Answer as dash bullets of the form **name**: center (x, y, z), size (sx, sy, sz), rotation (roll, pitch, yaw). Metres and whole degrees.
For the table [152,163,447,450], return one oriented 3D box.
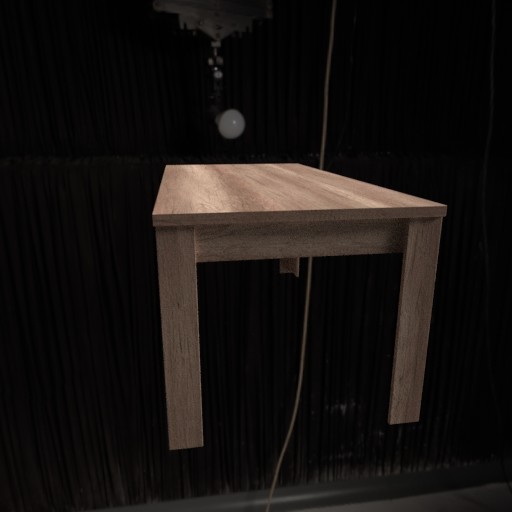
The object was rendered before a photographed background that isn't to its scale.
- **table**: center (0.000, 0.000, 2.272), size (0.900, 0.790, 1.800), rotation (-3, 16, -9)
